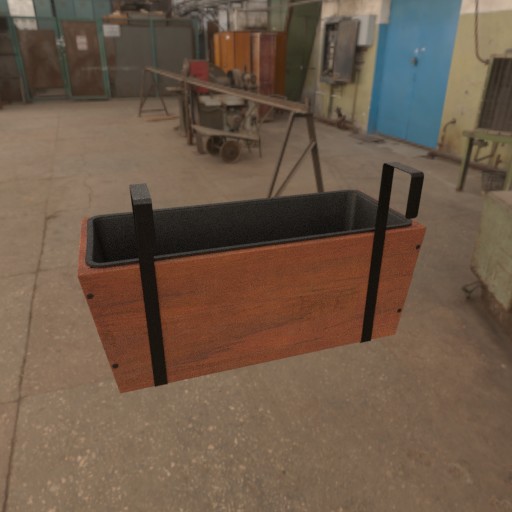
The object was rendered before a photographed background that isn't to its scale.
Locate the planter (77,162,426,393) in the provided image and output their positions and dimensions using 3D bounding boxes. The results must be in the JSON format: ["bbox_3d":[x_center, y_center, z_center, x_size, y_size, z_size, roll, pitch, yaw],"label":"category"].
[{"bbox_3d":[0.000,0.000,0.656,0.480,0.289,0.262,-8,27,-16],"label":"planter"}]
